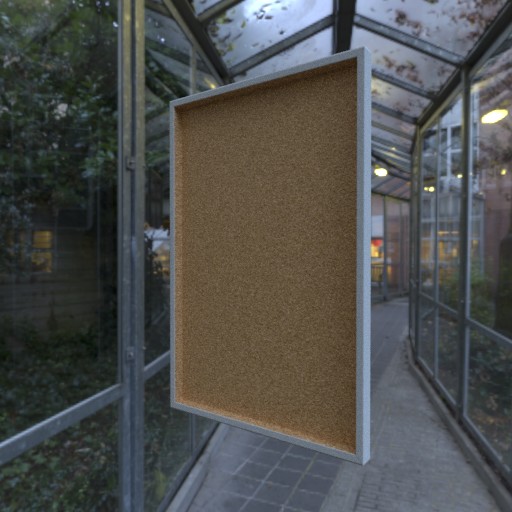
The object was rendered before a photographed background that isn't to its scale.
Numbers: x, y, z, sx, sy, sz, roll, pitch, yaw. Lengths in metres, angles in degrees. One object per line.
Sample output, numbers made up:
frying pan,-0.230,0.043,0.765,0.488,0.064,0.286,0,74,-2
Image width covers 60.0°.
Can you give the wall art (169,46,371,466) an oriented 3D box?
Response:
wall art,0.000,0.000,1.160,0.610,0.914,0.038,1,1,36
